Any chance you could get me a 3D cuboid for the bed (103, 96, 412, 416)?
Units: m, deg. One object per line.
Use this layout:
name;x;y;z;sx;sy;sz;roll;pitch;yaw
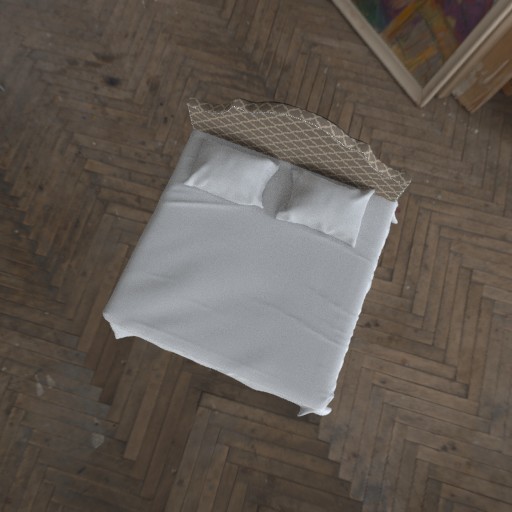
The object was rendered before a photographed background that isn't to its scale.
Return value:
bed;0.000;0.000;3.824;2.314;1.601;2.222;21;76;6
